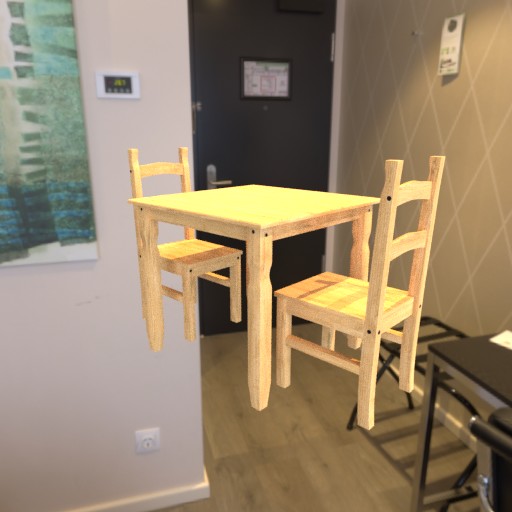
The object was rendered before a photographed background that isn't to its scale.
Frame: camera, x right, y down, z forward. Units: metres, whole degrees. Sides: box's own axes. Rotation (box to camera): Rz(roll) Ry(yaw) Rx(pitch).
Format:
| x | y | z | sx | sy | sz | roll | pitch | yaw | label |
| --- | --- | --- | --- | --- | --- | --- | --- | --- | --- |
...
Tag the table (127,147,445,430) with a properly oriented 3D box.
| x | y | z | sx | sy | sz | roll | pitch | yaw | label |
| --- | --- | --- | --- | --- | --- | --- | --- | --- | --- |
| 0.000 | 0.000 | 2.062 | 1.501 | 0.942 | 0.813 | 14 | 21 | 41 | table |
